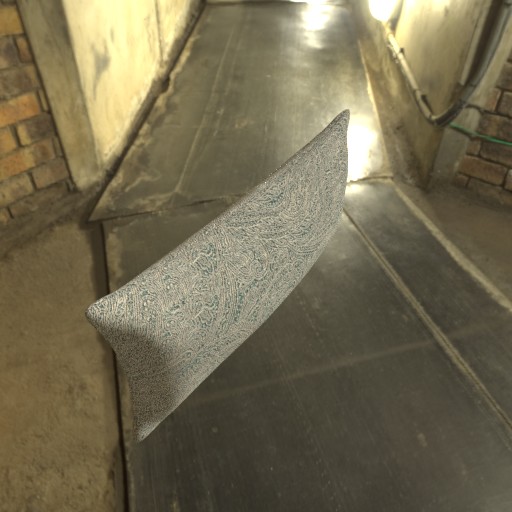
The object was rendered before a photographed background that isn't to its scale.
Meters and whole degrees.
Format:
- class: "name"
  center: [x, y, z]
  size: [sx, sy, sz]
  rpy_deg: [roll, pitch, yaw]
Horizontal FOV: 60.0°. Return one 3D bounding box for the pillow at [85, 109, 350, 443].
- class: "pillow"
  center: [0.000, 0.000, 0.743]
  size: [0.151, 0.295, 0.615]
  rpy_deg: [25, 47, 25]
